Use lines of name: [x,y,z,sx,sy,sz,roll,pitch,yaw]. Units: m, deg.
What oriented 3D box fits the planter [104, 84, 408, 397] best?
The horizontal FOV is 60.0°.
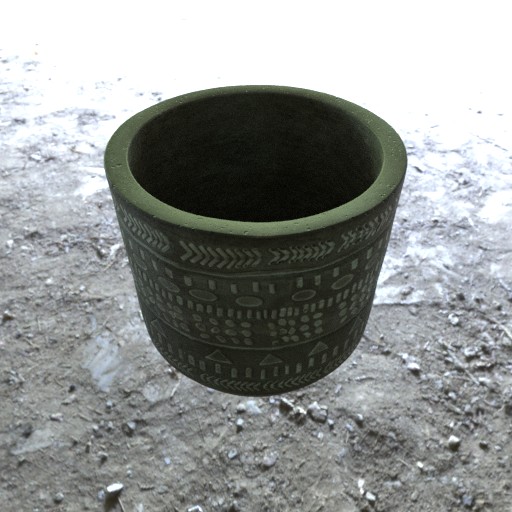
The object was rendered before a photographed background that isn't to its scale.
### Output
planter: [0.000,0.000,0.261,0.142,0.149,0.142,0,43,0]
